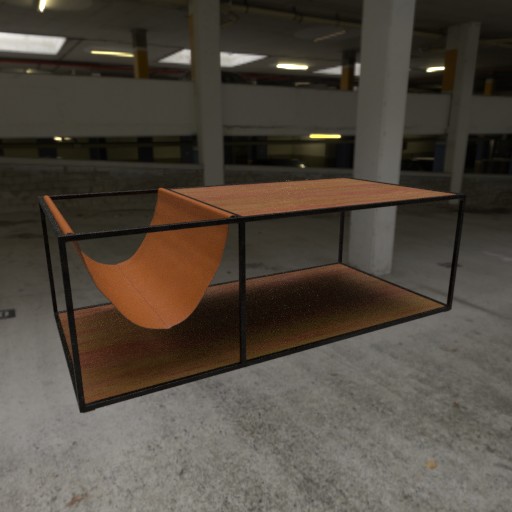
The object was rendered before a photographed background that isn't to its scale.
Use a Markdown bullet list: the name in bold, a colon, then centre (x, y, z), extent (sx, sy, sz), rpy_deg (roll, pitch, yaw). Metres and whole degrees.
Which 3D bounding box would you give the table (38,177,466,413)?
- **table**: centre (0.000, 0.000, 1.438), extent (1.199, 0.403, 0.597), rpy_deg (-9, 18, -27)
